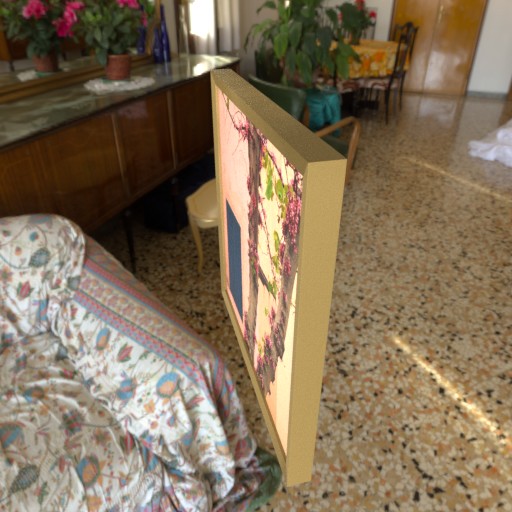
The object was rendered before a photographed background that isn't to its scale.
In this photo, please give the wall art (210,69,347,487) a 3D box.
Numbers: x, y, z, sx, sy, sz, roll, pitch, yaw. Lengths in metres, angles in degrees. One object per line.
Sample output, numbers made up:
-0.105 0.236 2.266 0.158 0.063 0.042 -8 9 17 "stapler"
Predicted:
0.000 0.000 0.745 0.038 0.508 0.507 -8 33 -13 "wall art"
